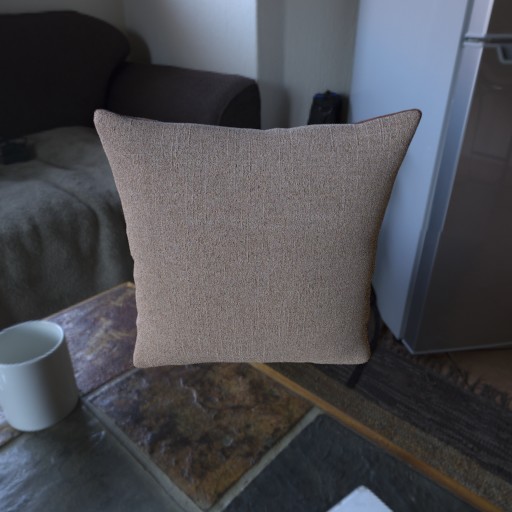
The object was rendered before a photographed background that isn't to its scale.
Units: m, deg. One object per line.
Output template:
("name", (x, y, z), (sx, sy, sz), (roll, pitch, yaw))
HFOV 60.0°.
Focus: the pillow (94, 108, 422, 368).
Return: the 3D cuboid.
("pillow", (0.000, 0.000, 0.693), (0.437, 0.448, 0.147), (-1, 30, -2))
